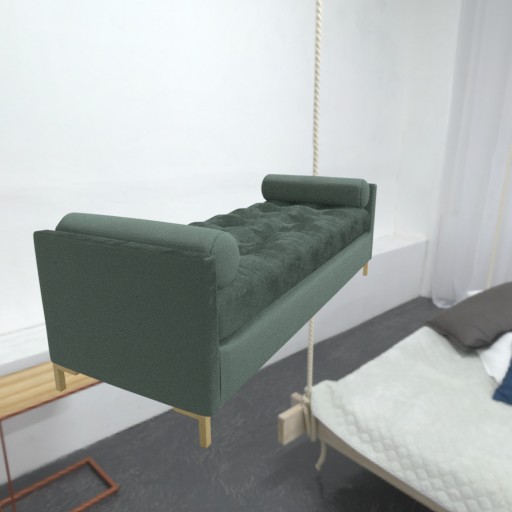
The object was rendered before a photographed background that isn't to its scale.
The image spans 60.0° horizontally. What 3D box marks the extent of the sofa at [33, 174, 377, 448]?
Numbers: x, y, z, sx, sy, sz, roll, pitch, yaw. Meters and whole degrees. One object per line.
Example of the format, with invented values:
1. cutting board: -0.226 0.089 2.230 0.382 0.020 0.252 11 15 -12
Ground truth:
1. sofa: 0.000 0.000 2.407 0.796 0.705 2.102 8 18 27
